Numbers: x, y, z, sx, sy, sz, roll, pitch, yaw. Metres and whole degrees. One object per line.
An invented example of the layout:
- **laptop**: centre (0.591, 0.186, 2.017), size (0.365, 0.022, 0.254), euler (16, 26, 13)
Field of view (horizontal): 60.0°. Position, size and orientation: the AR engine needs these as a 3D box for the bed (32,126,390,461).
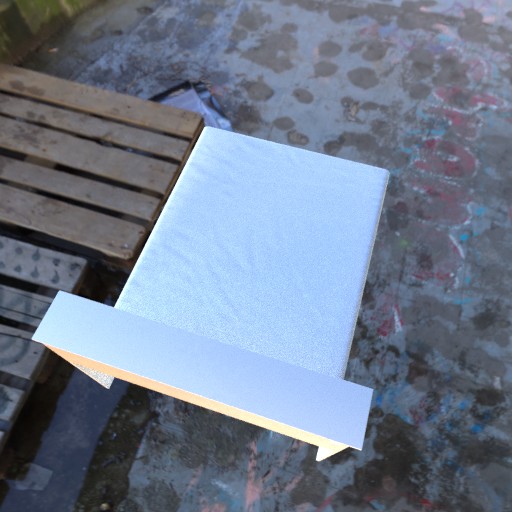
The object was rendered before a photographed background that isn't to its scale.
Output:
- **bed**: centre (0.000, 0.000, 3.051), size (1.671, 1.092, 2.133), euler (16, 63, 8)
